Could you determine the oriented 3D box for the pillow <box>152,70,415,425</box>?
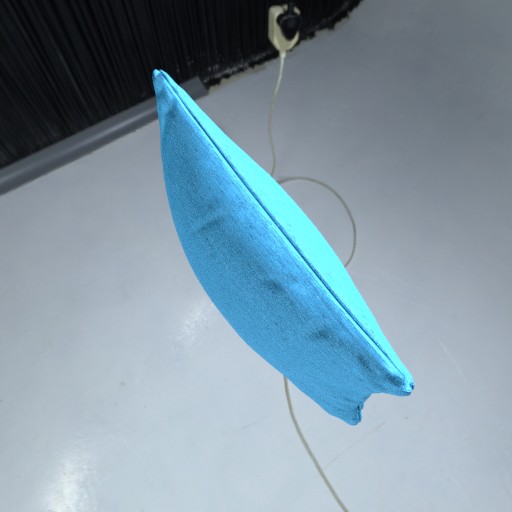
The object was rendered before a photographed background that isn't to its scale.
[{"bbox_3d":[0.000,0.000,0.770,0.210,0.338,0.633,-31,67,-14],"label":"pillow"}]
